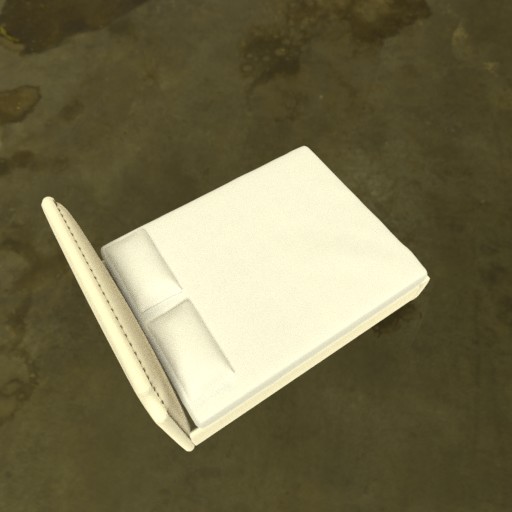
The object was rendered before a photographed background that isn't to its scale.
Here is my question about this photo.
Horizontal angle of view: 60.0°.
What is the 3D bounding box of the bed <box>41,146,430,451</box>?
[{"bbox_3d":[0.000,0.000,3.443,2.372,1.497,1.712,-30,64,-16],"label":"bed"}]
